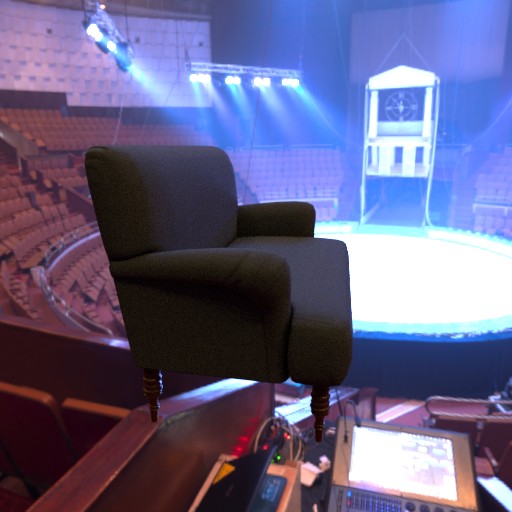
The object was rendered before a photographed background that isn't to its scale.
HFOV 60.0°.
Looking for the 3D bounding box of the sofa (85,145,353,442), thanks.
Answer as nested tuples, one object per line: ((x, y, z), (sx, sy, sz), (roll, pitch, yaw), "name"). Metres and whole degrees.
((0.000, 0.000, 1.832), (0.779, 0.889, 1.297), (3, 14, 11), "sofa")
